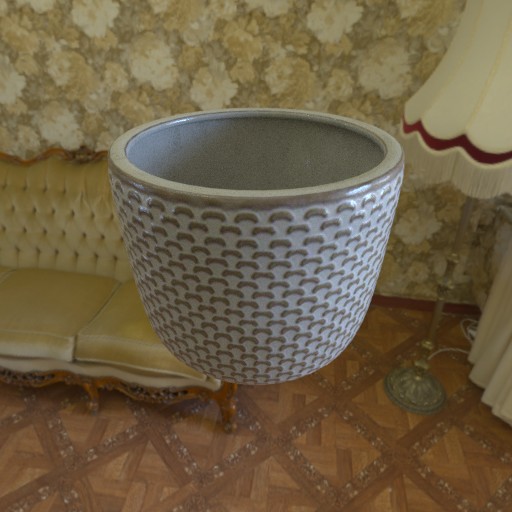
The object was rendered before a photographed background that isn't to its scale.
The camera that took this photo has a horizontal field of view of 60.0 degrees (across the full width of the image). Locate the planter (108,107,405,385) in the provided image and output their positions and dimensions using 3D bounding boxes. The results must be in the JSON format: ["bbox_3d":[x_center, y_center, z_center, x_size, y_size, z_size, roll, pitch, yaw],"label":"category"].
[{"bbox_3d":[0.000,0.000,0.245,0.139,0.130,0.139,0,31,0],"label":"planter"}]
